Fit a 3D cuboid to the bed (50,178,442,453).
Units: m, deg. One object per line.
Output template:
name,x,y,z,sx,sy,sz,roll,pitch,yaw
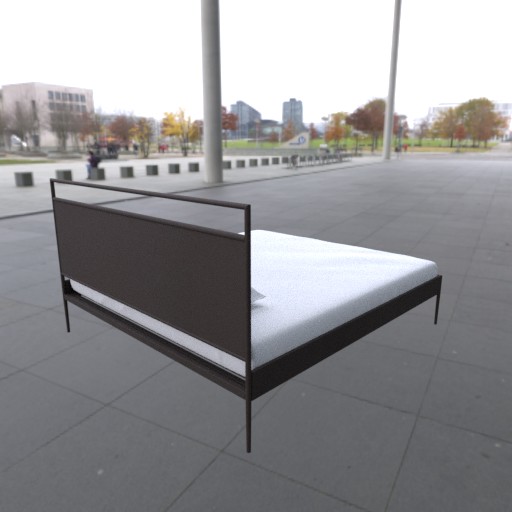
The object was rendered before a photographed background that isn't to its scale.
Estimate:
bed,0.000,0.000,3.353,1.993,1.173,2.151,13,20,42
